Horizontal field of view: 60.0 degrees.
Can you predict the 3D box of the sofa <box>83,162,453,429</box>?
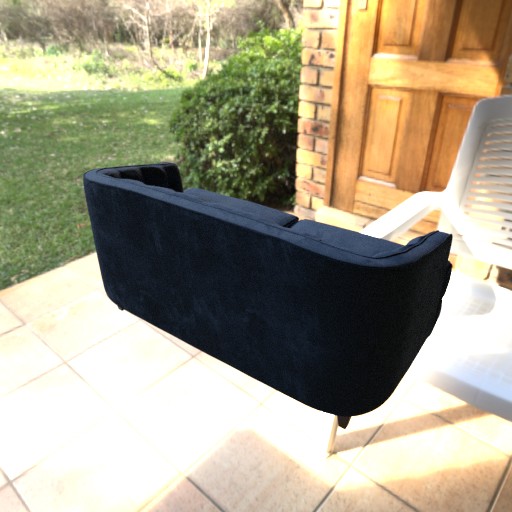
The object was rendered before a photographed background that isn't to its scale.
[{"bbox_3d":[0.000,0.000,2.271,1.733,0.854,0.941,20,35,31],"label":"sofa"}]
